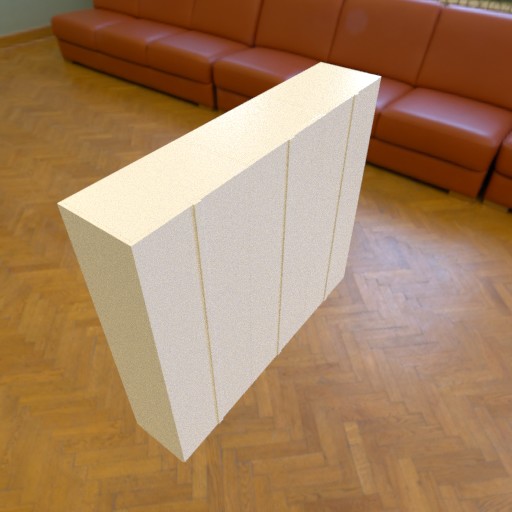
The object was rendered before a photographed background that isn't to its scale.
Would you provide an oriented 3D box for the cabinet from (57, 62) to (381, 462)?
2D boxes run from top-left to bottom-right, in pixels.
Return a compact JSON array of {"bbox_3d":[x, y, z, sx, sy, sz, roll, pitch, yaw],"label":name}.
[{"bbox_3d":[0.000,0.000,3.794,0.590,2.370,2.700,27,48,27],"label":"cabinet"}]
